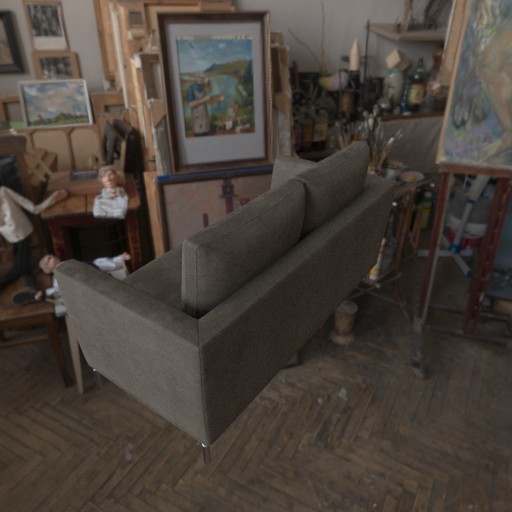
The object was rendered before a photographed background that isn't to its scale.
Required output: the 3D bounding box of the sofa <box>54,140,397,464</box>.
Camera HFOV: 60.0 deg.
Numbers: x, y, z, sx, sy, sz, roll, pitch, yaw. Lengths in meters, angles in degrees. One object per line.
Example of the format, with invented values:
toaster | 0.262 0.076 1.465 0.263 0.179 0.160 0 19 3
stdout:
sofa | 0.000 0.000 2.430 0.855 1.013 1.832 21 37 30
